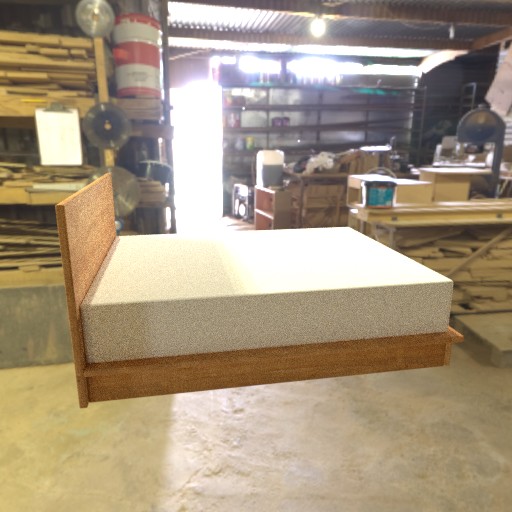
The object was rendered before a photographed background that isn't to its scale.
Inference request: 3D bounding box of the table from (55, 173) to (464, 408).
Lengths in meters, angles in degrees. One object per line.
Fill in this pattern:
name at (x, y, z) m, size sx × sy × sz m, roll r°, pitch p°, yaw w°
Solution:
table at (0.000, 0.000, 3.115) m, size 2.149 × 1.041 × 1.707 m, roll -3°, pitch 16°, yaw -10°
